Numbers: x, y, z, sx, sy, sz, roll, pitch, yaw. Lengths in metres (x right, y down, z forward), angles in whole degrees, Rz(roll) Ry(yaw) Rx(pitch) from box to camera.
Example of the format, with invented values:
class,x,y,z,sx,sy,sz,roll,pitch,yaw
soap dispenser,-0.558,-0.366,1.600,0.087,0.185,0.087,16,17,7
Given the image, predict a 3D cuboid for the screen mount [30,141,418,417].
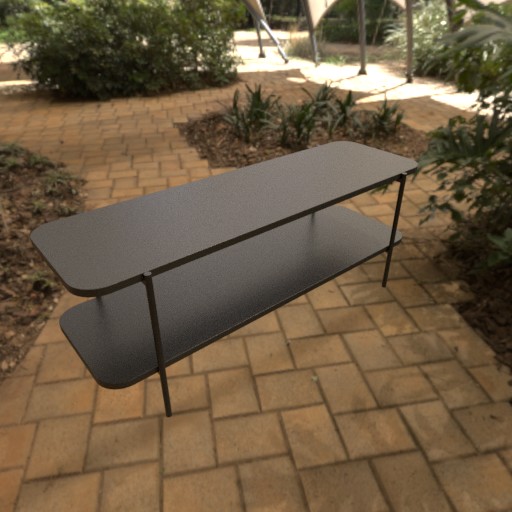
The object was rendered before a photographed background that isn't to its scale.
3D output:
class,x,y,z,sx,sy,sz,roll,pitch,yaw
screen mount,0.000,0.000,1.423,1.200,0.447,0.400,-23,38,-33
